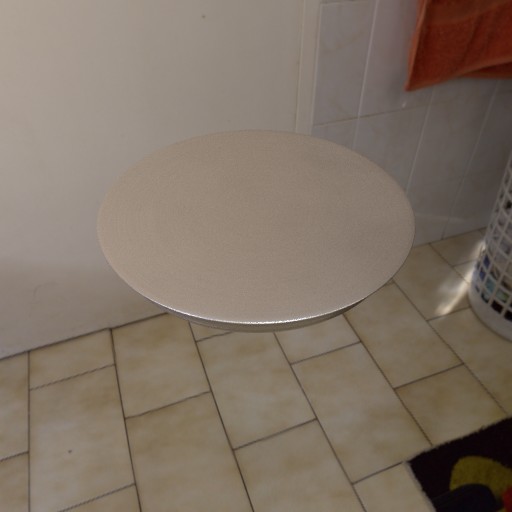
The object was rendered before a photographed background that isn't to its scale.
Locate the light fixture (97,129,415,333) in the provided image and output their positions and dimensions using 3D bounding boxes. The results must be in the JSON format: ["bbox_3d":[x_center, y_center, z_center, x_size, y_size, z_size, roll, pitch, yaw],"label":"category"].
[{"bbox_3d":[0.000,0.000,0.447,0.280,0.135,0.280,0,43,0],"label":"light fixture"}]
